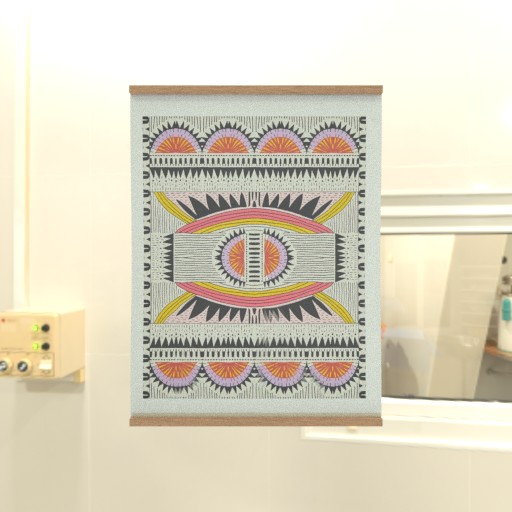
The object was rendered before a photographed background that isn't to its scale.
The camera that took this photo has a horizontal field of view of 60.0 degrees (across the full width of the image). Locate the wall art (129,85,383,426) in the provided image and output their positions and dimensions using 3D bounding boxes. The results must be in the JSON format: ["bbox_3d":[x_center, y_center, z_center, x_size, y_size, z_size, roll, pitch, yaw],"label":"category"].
[{"bbox_3d":[0.000,0.000,0.806,0.456,0.609,0.028,0,0,0],"label":"wall art"}]
